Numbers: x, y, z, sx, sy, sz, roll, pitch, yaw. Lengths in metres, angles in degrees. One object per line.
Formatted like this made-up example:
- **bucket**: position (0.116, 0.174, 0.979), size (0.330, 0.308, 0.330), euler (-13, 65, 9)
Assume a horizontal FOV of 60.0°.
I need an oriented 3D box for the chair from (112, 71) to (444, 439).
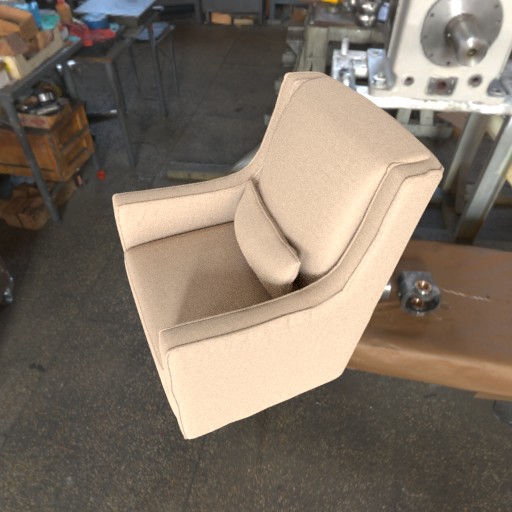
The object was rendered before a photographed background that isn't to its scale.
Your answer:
- **chair**: position (0.000, 0.000, 1.574), size (0.879, 0.993, 0.732), euler (-17, 48, -16)
